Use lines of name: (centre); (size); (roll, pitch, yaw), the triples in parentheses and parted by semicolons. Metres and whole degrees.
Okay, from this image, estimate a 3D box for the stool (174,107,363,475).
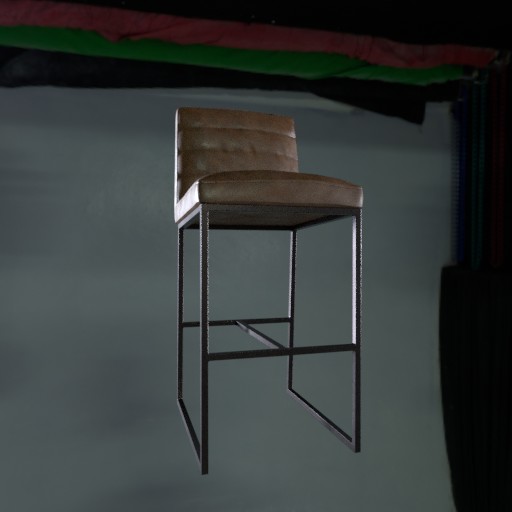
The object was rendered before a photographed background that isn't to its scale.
stool: (0.000, 0.000, 1.398); (0.463, 1.065, 0.562); (0, 1, -16)
